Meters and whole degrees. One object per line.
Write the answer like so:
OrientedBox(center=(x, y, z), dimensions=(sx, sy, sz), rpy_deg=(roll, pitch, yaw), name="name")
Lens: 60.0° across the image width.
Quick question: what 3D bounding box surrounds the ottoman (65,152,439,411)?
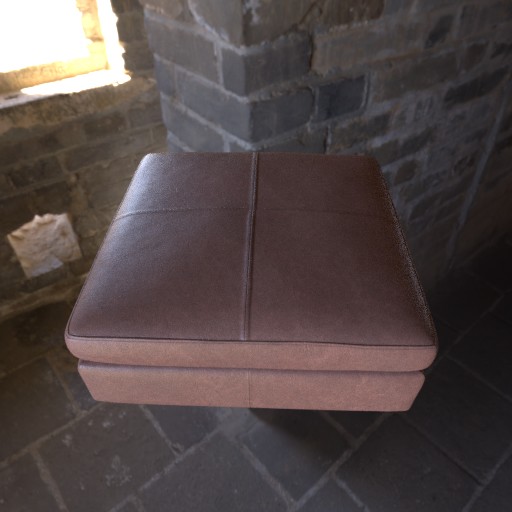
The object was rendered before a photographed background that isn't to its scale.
OrientedBox(center=(0.000, 0.000, 1.840), dimensions=(1.168, 0.490, 1.168), rpy_deg=(1, 42, 1), name="ottoman")
